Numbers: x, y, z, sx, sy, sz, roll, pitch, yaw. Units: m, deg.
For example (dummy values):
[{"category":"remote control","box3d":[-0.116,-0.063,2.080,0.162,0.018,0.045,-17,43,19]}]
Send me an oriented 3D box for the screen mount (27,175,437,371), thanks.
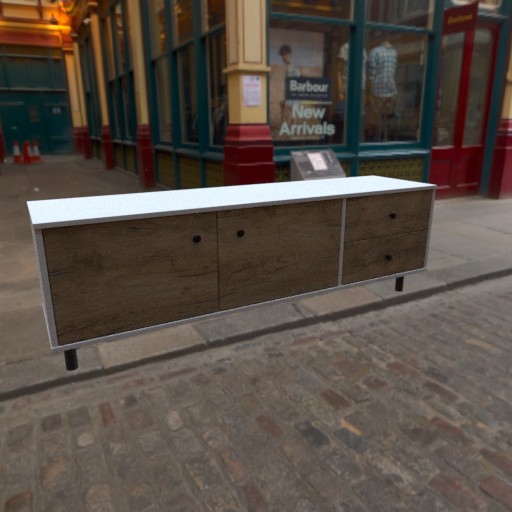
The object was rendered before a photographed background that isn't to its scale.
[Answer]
[{"category":"screen mount","box3d":[0.000,0.000,1.817,1.600,0.520,0.418,-9,19,-27]}]
